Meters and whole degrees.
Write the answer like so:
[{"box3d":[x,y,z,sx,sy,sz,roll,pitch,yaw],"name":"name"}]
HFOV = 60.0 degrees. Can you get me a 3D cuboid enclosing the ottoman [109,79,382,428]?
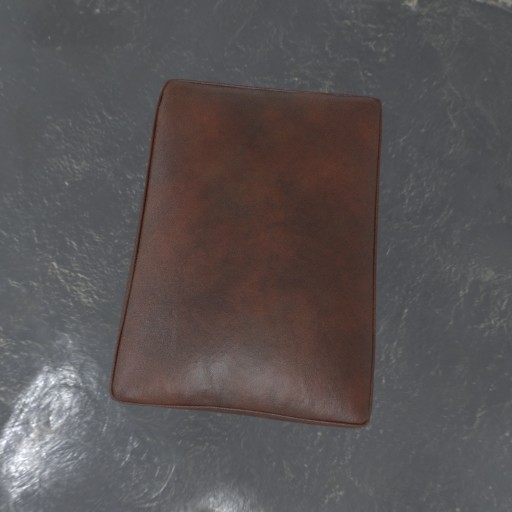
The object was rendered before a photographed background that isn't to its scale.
[{"box3d":[0.000,0.000,0.998,0.501,0.432,0.665,6,76,1],"name":"ottoman"}]
